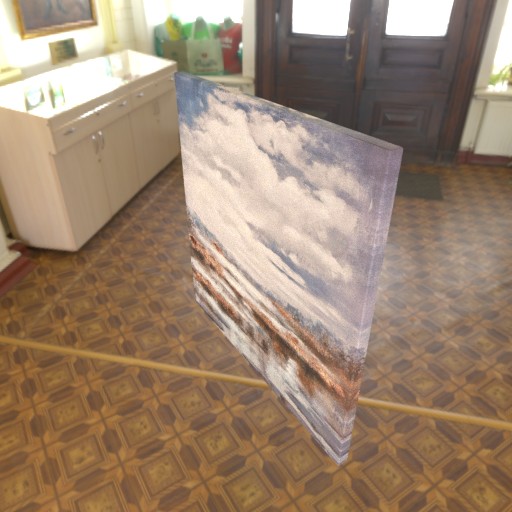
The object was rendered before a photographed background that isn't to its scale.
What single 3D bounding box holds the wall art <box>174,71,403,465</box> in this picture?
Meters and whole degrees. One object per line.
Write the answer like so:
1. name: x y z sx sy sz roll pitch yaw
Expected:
1. wall art: 0.000 0.000 1.491 0.040 1.020 1.010 -19 37 -28
